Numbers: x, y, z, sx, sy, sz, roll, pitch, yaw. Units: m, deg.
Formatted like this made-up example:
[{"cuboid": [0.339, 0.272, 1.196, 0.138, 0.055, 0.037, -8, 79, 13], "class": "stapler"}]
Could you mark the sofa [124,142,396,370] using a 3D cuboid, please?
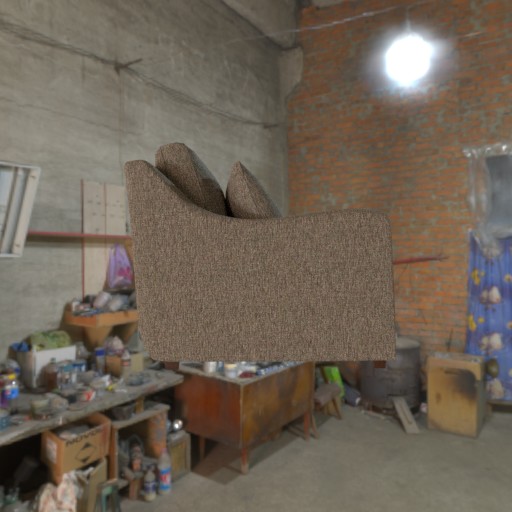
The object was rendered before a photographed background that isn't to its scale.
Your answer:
[{"cuboid": [0.000, 0.000, 2.946, 1.103, 0.998, 2.418, 0, -2, -1], "class": "sofa"}]
